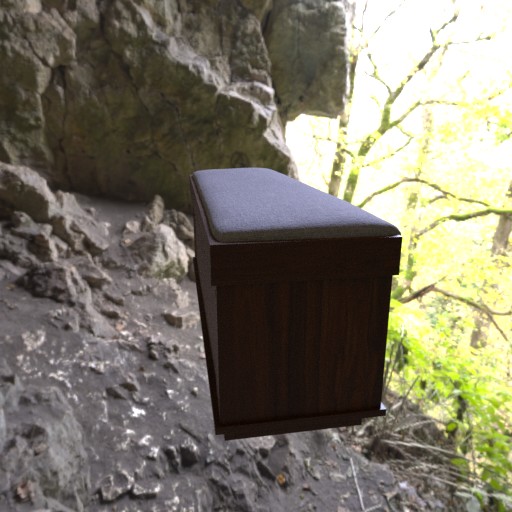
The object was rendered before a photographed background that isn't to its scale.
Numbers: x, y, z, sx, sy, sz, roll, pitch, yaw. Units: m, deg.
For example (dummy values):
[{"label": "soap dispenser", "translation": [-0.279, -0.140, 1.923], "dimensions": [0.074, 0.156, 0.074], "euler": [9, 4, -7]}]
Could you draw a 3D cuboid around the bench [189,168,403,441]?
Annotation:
[{"label": "bench", "translation": [0.000, 0.000, 1.401], "dimensions": [0.367, 0.468, 1.196], "euler": [-3, 16, -9]}]
